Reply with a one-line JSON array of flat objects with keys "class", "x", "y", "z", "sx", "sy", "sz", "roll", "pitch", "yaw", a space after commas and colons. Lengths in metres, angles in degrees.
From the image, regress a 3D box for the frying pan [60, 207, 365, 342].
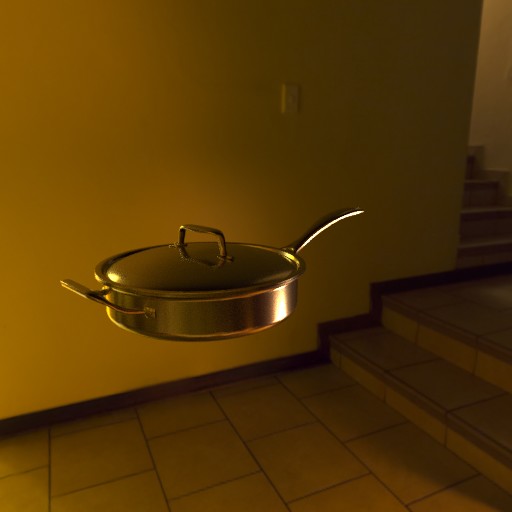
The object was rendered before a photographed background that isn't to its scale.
[{"class": "frying pan", "x": 0.000, "y": 0.000, "z": 0.675, "sx": 0.561, "sy": 0.114, "sz": 0.280, "roll": -13, "pitch": 18, "yaw": -43}]
